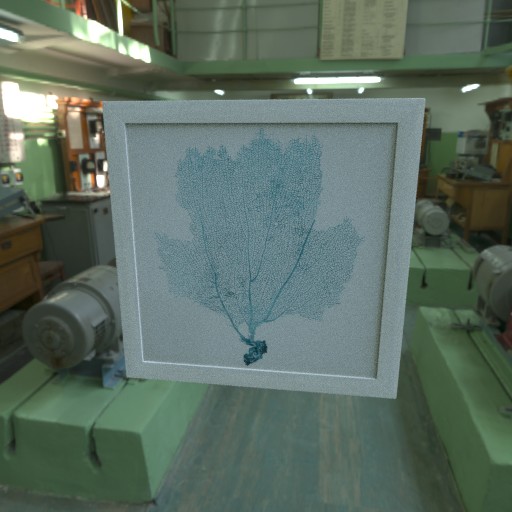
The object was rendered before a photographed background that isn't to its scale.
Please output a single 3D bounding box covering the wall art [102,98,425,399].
[{"bbox_3d":[0.000,0.000,0.879,0.584,0.584,0.013,2,16,8],"label":"wall art"}]
